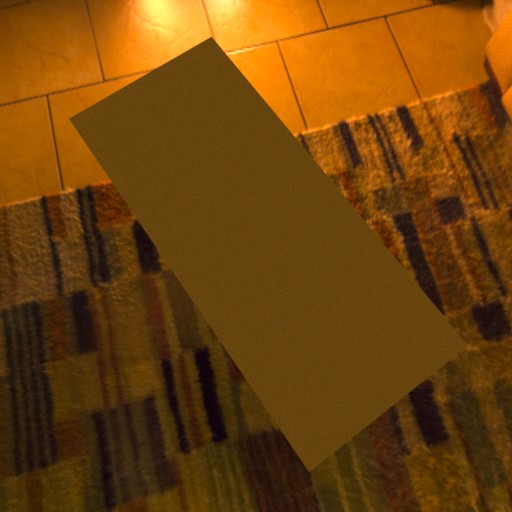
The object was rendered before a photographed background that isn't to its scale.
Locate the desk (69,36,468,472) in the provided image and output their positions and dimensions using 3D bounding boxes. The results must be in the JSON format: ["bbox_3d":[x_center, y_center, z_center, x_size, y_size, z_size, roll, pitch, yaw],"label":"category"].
[{"bbox_3d":[0.000,0.000,1.735,0.589,0.762,1.313,-34,77,-9],"label":"desk"}]
